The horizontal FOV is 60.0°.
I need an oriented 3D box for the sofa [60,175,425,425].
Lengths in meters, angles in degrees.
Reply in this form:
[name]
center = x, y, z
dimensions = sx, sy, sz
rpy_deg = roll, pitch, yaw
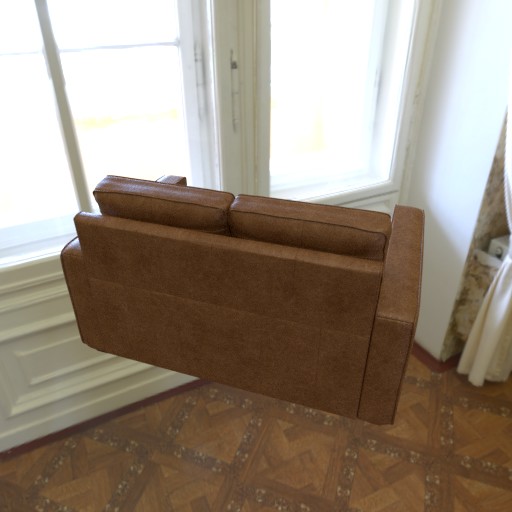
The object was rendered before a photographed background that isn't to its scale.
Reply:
[sofa]
center = 0.000, 0.000, 2.182
dimensions = 1.532, 0.896, 1.020
rpy_deg = 10, 33, 16
